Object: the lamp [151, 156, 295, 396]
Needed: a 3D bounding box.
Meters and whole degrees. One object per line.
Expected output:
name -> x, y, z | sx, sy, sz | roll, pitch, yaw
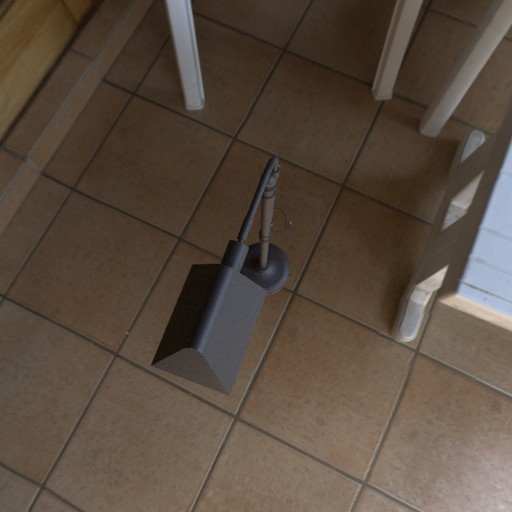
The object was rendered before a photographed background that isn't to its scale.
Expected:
lamp -> 0.000, 0.000, 0.957 | 0.159, 0.708, 0.545 | 19, 76, 5
